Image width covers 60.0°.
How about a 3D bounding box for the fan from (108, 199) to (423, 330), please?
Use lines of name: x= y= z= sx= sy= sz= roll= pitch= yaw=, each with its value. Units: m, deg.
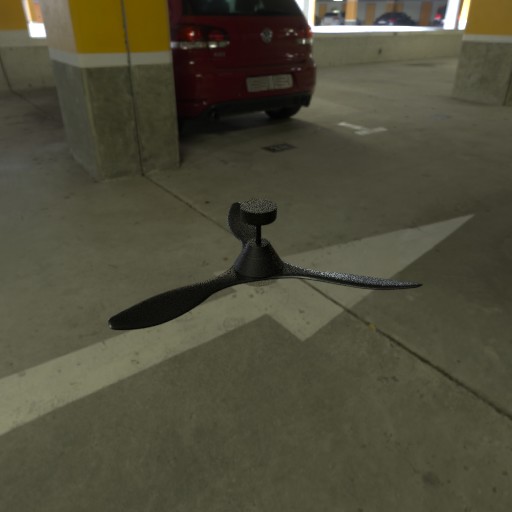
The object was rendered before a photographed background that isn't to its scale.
fan: x=0.000 y=0.000 z=1.641 sx=1.067 sy=0.305 sz=1.067 roll=19 pitch=34 yaw=32
